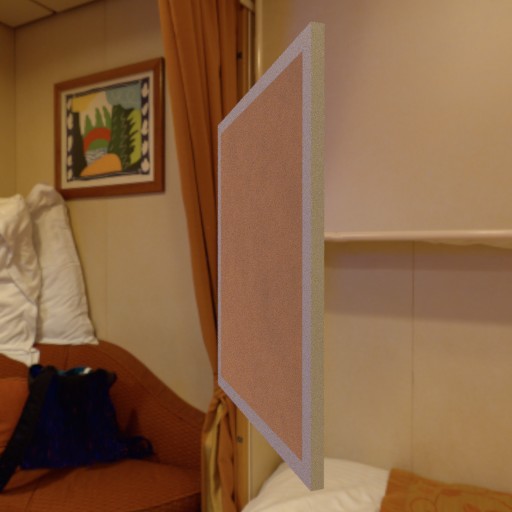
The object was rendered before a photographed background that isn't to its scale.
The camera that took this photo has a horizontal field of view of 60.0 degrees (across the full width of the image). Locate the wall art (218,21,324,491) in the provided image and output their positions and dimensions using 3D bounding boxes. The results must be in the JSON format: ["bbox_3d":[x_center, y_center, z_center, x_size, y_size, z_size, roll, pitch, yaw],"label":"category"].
[{"bbox_3d":[0.000,0.000,1.082,0.026,0.811,0.661,0,0,-19],"label":"wall art"}]
